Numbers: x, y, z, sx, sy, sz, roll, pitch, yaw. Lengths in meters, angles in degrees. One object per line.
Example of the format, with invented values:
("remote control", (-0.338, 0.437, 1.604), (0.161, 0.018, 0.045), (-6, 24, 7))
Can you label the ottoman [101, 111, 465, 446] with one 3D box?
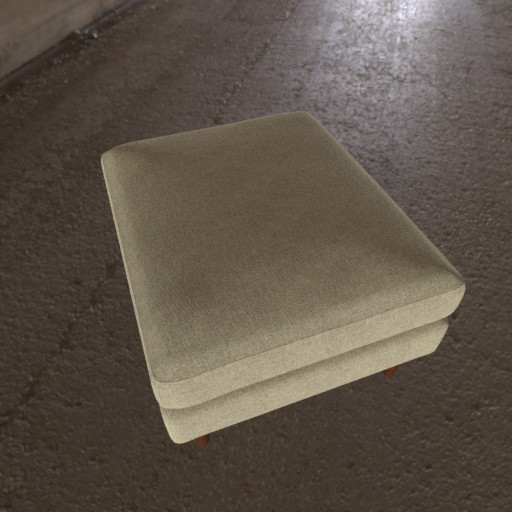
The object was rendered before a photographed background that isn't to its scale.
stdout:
("ottoman", (0.000, 0.000, 1.250), (0.693, 0.474, 0.821), (-15, 48, -14))
